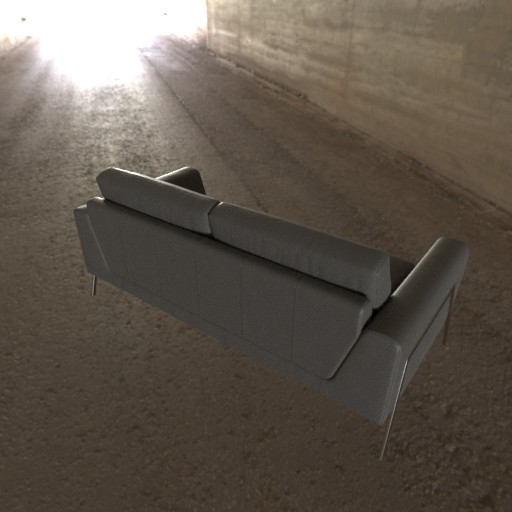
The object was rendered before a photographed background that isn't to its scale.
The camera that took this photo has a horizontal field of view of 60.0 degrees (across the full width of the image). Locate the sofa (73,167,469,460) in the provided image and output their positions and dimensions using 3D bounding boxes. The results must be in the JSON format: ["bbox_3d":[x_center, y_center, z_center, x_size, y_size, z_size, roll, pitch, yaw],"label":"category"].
[{"bbox_3d":[0.000,0.000,2.502,2.017,0.875,0.953,21,36,31],"label":"sofa"}]
